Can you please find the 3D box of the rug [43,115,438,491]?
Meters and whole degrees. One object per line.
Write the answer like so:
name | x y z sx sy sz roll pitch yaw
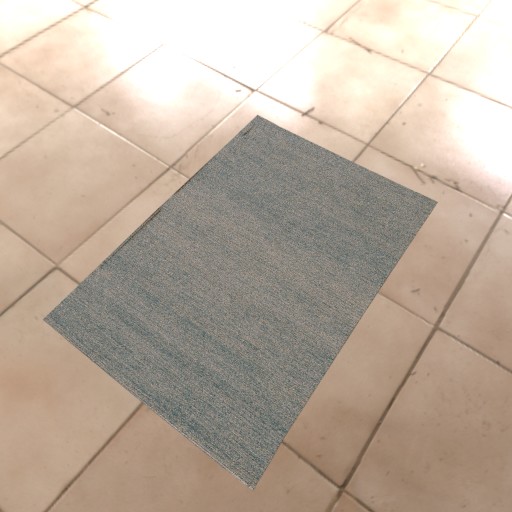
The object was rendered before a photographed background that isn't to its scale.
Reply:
rug | 0.000 0.000 2.985 1.613 0.030 2.306 32 63 18
